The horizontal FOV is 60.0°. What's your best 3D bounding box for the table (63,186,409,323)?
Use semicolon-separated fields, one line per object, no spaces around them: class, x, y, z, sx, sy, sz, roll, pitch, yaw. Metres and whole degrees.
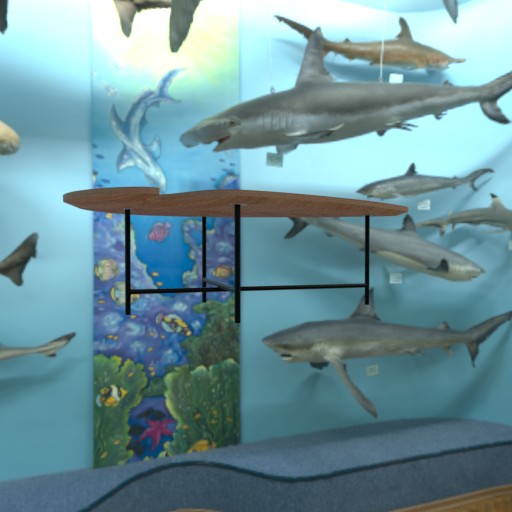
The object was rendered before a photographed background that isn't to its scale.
table;0.000;0.000;1.496;1.199;0.360;0.598;0;1;-17
